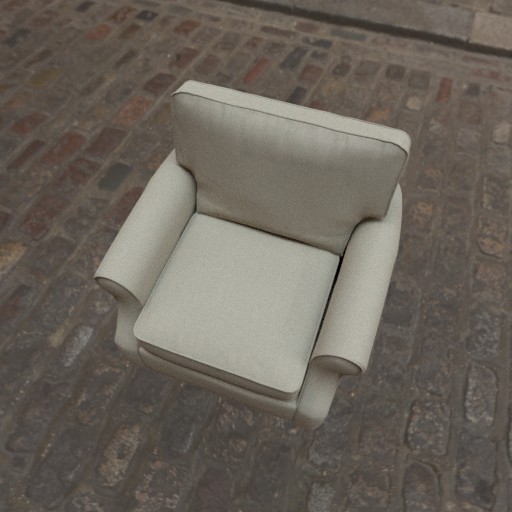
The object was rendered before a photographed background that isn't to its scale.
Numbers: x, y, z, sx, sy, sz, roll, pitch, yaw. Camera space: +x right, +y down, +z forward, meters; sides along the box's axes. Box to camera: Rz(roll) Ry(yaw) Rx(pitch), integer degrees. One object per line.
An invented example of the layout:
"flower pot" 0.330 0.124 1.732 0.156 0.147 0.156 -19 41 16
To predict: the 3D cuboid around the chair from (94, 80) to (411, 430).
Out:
"chair" 0.000 0.000 1.765 1.029 0.967 0.966 17 60 10
